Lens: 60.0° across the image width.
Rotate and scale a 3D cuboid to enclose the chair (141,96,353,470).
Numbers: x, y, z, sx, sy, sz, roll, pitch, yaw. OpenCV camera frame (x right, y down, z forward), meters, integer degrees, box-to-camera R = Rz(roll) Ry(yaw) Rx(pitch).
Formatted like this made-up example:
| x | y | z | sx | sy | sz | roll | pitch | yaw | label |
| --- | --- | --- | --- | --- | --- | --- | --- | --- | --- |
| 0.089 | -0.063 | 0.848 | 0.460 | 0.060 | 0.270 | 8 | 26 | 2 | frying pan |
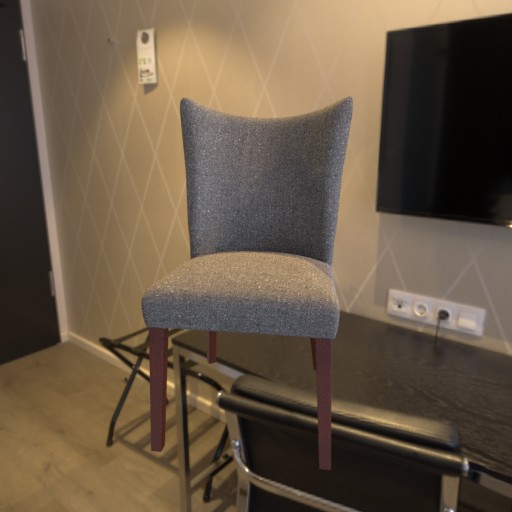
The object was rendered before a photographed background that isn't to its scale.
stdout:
| x | y | z | sx | sy | sz | roll | pitch | yaw | label |
| --- | --- | --- | --- | --- | --- | --- | --- | --- | --- |
| 0.000 | 0.000 | 1.312 | 0.535 | 0.924 | 0.623 | 2 | 15 | 8 | chair |
